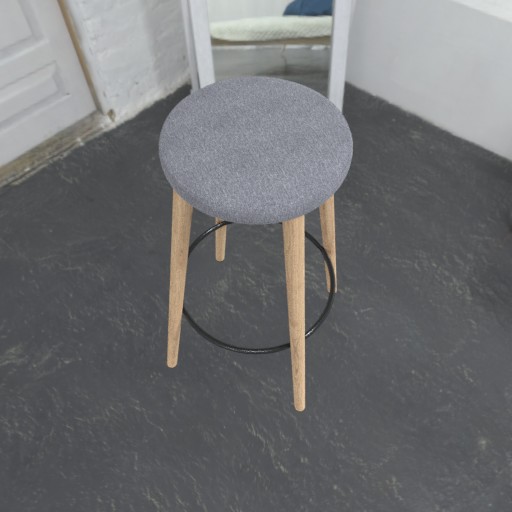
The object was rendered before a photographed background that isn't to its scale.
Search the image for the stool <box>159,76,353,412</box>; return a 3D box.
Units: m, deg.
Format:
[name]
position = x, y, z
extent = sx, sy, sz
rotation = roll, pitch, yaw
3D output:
[stool]
position = 0.000, 0.000, 1.027
extent = 0.410, 0.770, 0.410
rotation = 16, 58, 10
